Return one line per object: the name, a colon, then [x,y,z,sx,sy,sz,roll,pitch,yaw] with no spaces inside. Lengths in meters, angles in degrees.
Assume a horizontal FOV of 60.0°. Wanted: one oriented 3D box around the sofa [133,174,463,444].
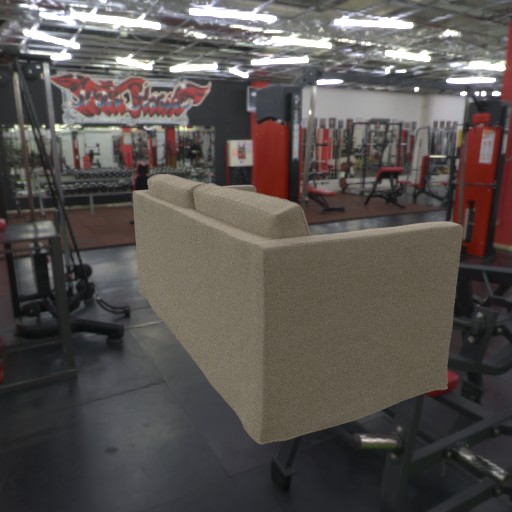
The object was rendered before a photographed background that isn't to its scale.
sofa: [0.000,0.000,2.491,0.956,0.847,1.987,-7,16,-26]
